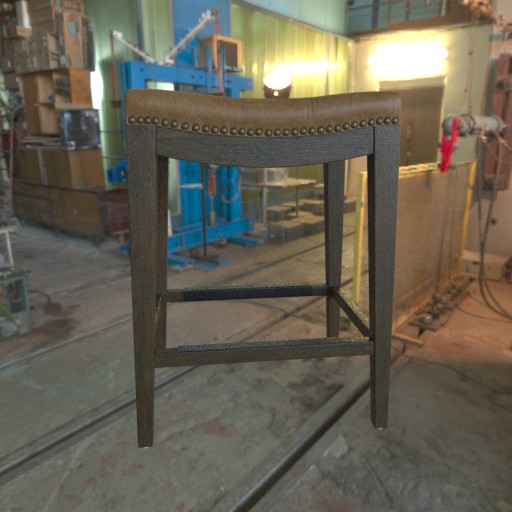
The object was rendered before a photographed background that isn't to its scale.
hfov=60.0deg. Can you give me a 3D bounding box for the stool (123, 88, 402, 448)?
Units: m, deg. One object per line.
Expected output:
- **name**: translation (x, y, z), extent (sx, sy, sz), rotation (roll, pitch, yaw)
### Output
- **stool**: translation (0.000, 0.000, 0.964), extent (0.500, 0.660, 0.361), rotation (-2, 16, -7)
